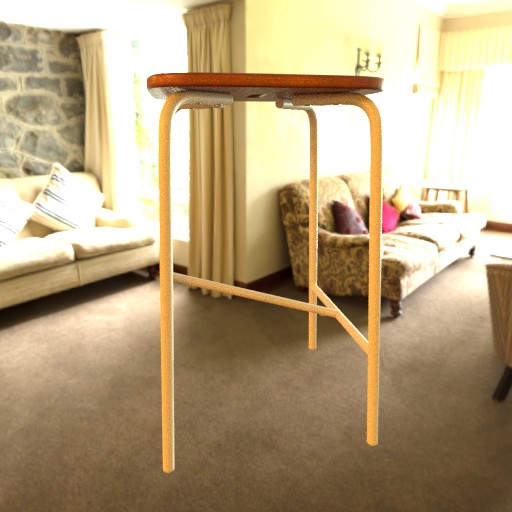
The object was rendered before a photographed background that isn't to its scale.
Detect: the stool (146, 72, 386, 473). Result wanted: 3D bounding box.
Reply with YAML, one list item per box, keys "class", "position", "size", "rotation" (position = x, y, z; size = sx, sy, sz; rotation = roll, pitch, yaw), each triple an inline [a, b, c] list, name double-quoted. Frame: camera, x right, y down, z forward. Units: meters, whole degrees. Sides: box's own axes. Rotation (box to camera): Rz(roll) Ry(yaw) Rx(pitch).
- class: "stool"
  position: [0.000, 0.000, 0.845]
  size: [0.376, 0.610, 0.376]
  rotation: [-3, 17, -10]
